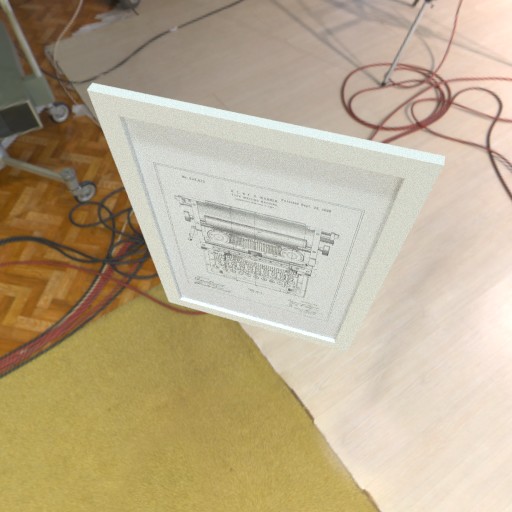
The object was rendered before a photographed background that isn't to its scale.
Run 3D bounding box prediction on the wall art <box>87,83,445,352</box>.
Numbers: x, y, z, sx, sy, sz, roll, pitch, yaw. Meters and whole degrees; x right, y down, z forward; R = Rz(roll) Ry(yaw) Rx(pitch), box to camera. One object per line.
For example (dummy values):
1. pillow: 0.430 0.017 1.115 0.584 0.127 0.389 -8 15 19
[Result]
1. wall art: 0.000 0.000 0.684 0.381 0.533 0.013 14 60 9
